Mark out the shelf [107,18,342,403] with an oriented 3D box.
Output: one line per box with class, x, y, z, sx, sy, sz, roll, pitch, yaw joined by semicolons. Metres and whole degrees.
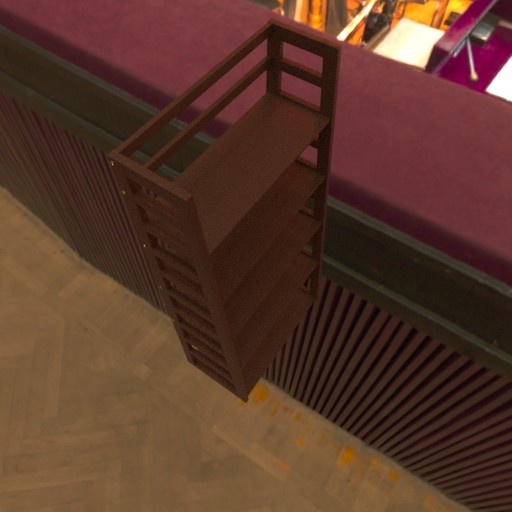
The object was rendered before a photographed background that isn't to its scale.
shelf;0.000;0.000;1.914;0.403;1.600;0.763;31;63;18
